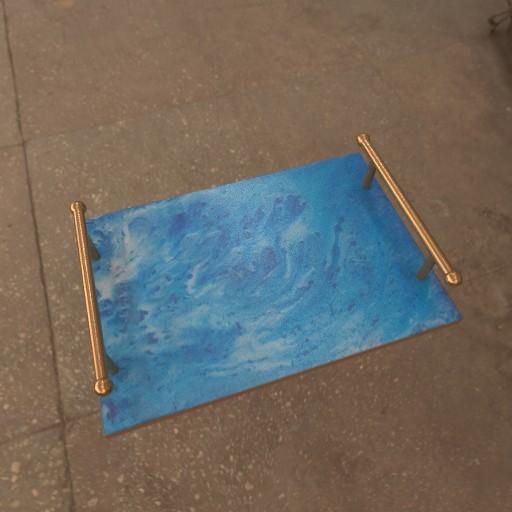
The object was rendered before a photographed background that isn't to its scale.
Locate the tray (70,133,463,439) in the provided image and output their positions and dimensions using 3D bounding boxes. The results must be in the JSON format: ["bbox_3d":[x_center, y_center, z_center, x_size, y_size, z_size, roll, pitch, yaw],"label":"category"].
[{"bbox_3d":[0.000,0.000,0.568,0.444,0.084,0.304,-15,59,-10],"label":"tray"}]
